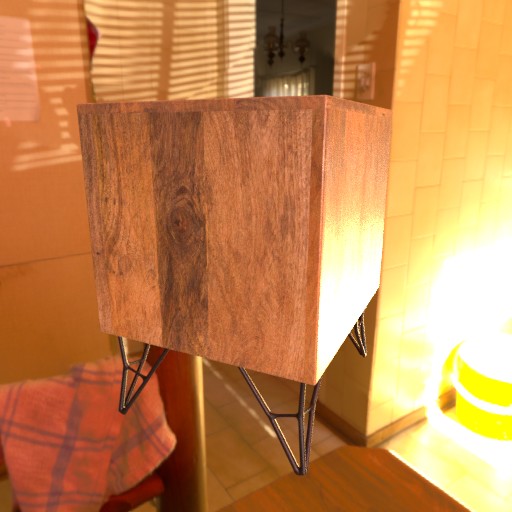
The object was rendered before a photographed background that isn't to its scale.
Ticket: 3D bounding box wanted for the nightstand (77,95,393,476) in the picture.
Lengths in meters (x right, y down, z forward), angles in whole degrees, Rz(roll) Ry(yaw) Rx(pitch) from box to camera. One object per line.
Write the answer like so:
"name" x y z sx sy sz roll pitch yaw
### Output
"nightstand" 0.000 0.000 0.877 0.406 0.559 0.457 8 17 25
